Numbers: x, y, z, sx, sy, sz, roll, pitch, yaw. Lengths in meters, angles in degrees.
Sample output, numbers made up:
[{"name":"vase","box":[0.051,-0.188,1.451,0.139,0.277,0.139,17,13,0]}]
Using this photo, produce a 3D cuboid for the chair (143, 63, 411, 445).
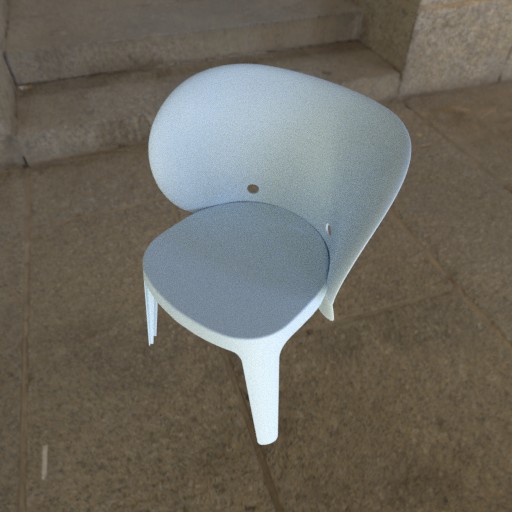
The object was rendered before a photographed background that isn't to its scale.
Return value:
[{"name":"chair","box":[0.000,0.000,0.848,0.451,0.554,0.402,32,54,28]}]
